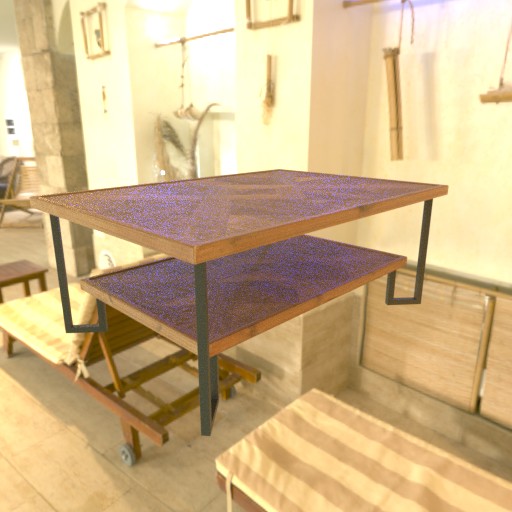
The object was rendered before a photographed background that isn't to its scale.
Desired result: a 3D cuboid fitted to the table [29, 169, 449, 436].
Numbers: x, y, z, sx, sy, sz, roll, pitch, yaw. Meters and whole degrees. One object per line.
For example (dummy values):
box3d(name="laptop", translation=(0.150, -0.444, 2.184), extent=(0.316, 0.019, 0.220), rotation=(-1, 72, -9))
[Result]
box3d(name="table", translation=(0.000, 0.000, 1.656), extent=(0.877, 0.492, 1.238), rotation=(16, 23, 42))
